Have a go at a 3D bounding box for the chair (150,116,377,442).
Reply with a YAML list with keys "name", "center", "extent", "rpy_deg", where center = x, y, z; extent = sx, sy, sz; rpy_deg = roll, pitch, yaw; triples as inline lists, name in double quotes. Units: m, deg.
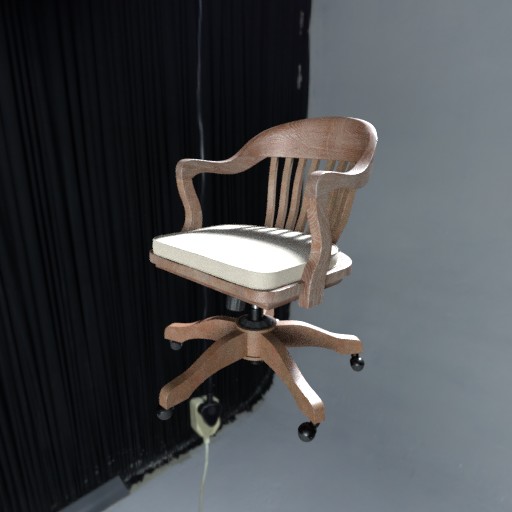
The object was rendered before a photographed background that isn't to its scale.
- name: "chair"
  center: [0.000, 0.000, 1.450]
  extent: [0.750, 0.878, 0.788]
  rpy_deg: [16, 23, 43]
